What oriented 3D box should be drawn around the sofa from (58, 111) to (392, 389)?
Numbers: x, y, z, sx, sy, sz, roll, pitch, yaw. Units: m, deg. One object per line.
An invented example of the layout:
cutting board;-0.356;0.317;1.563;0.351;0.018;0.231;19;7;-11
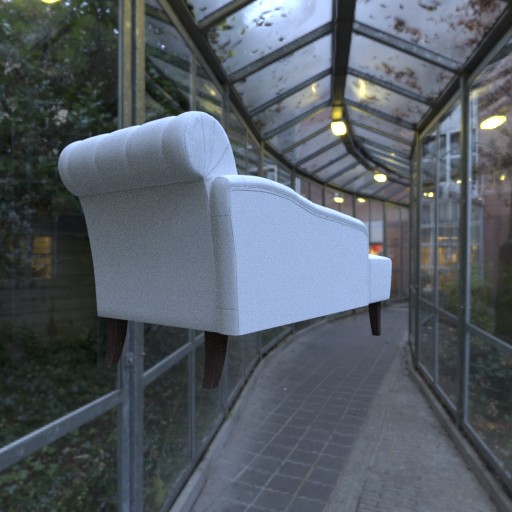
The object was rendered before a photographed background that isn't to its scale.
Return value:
sofa;0.000;0.000;1.826;0.675;0.787;1.379;0;0;36
